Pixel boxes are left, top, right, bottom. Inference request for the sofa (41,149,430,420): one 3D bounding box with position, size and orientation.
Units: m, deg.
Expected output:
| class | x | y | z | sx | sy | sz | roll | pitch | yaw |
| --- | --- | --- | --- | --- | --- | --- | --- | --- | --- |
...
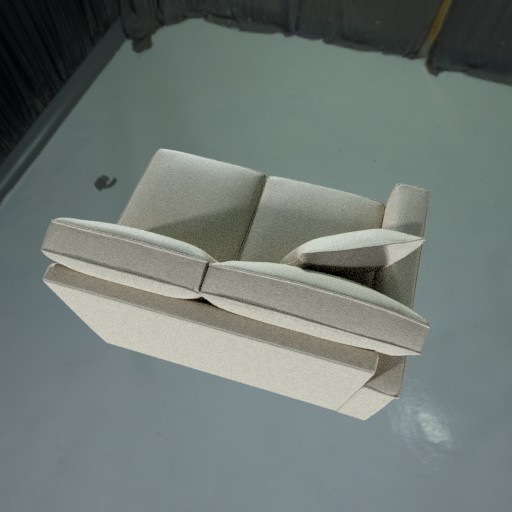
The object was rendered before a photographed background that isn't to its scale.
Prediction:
| class | x | y | z | sx | sy | sz | roll | pitch | yaw |
| --- | --- | --- | --- | --- | --- | --- | --- | --- | --- |
| sofa | 0.000 | 0.000 | 2.032 | 1.388 | 0.989 | 0.991 | 14 | 62 | 8 |
